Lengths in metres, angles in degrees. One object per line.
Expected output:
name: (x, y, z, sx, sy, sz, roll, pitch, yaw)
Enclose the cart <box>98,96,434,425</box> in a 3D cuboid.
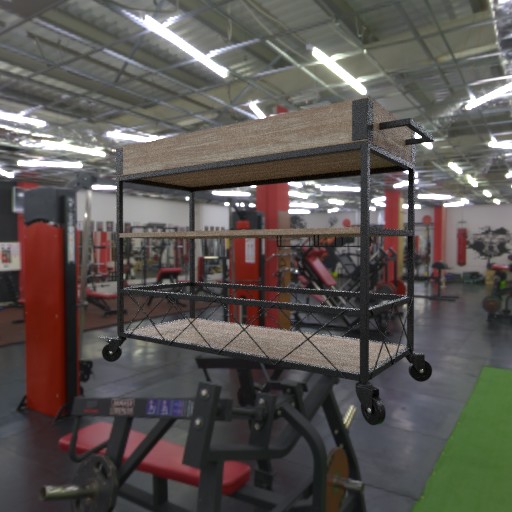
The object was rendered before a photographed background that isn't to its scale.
cart: (0.000, 0.000, 1.512, 1.101, 0.787, 0.500, 1, 2, 36)
